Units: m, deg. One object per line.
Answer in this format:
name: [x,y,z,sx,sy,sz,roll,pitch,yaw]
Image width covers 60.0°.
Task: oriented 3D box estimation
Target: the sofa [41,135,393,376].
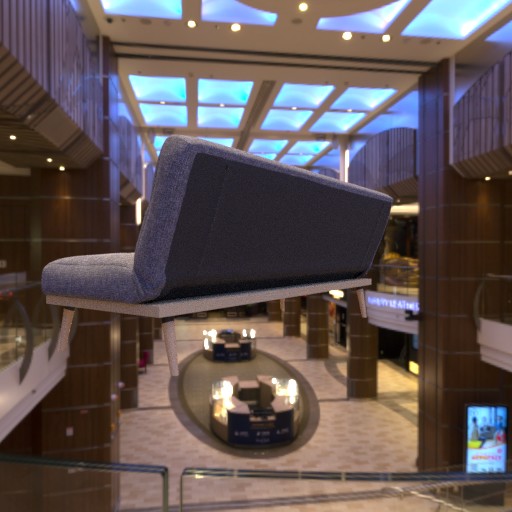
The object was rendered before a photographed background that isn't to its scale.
sofa: [0.000,0.000,2.252,0.820,0.770,1.820,0,1,36]
